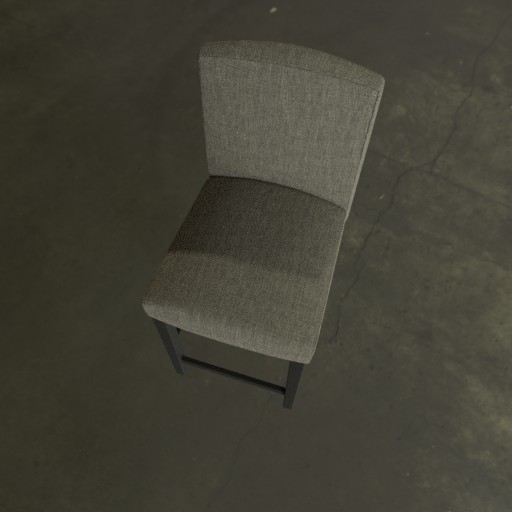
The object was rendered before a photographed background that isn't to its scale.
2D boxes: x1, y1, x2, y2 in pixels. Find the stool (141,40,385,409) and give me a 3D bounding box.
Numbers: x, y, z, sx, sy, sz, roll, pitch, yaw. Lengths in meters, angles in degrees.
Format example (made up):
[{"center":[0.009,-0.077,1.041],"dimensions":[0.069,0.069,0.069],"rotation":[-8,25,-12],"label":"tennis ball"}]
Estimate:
[{"center":[0.000,0.000,1.261],"dimensions":[0.451,0.966,0.552],"rotation":[15,58,10],"label":"stool"}]
